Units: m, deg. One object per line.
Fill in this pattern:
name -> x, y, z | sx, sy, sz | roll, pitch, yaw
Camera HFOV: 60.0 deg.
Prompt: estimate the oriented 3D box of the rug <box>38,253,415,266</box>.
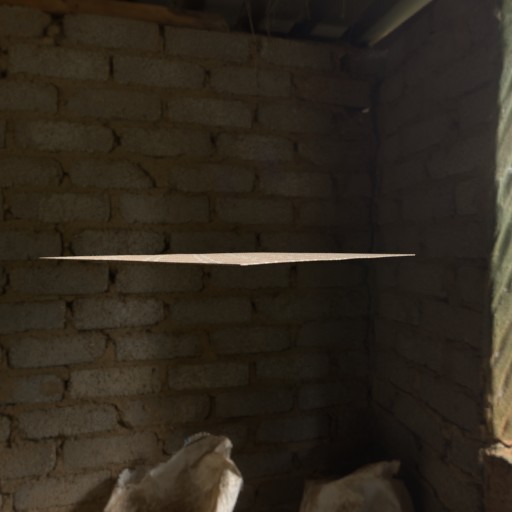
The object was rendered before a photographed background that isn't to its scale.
rug -> 0.000, 0.000, 2.329 | 1.146, 0.010, 1.745 | 1, 2, 36
